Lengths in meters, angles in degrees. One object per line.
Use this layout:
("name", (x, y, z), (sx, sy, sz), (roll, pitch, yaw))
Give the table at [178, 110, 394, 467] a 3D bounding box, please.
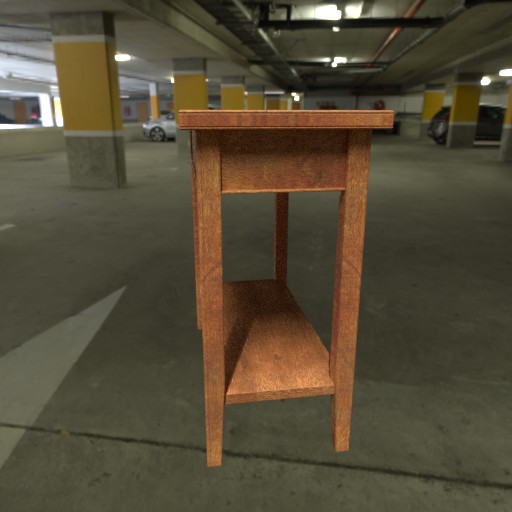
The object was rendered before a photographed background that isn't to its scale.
("table", (0.000, 0.000, 0.987), (0.305, 0.610, 0.610), (-3, 18, -9))
